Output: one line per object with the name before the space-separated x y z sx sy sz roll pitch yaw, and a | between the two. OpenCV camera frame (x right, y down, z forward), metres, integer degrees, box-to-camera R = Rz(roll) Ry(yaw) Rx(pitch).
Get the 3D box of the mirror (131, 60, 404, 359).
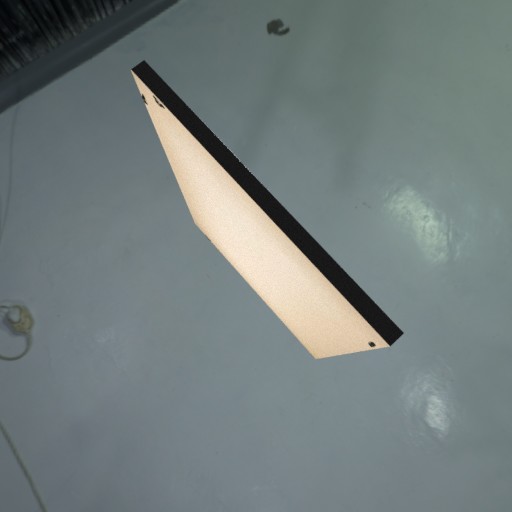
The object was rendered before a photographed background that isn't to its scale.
mirror | 0.000 0.000 1.357 0.041 1.016 0.762 -40 79 -9
